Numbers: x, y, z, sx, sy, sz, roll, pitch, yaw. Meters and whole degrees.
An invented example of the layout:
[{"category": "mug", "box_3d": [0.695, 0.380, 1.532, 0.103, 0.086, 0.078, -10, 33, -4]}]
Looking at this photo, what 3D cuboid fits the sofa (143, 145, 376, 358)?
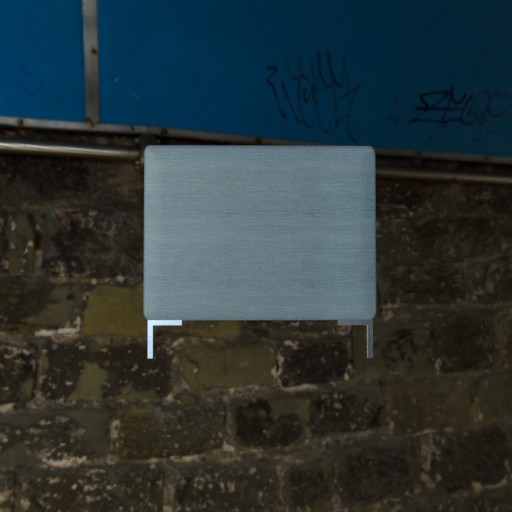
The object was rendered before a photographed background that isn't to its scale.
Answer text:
[{"category": "sofa", "box_3d": [0.000, 0.000, 2.273, 0.686, 0.635, 1.981, 0, -1, -1]}]
